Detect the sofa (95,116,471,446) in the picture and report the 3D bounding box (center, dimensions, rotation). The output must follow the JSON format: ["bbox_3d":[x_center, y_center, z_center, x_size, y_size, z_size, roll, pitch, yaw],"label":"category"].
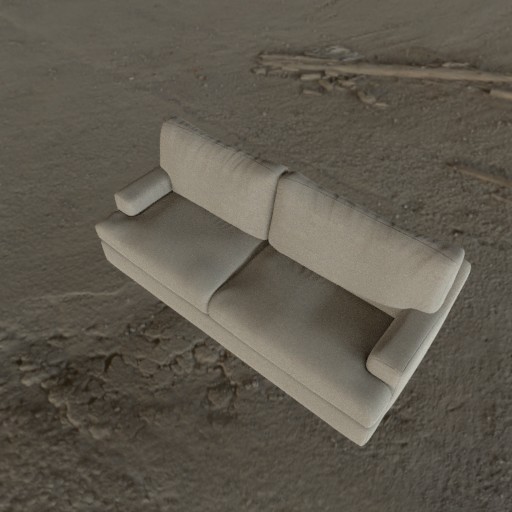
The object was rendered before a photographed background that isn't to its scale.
[{"bbox_3d":[0.000,0.000,2.935,2.354,0.980,0.962,31,54,26],"label":"sofa"}]
